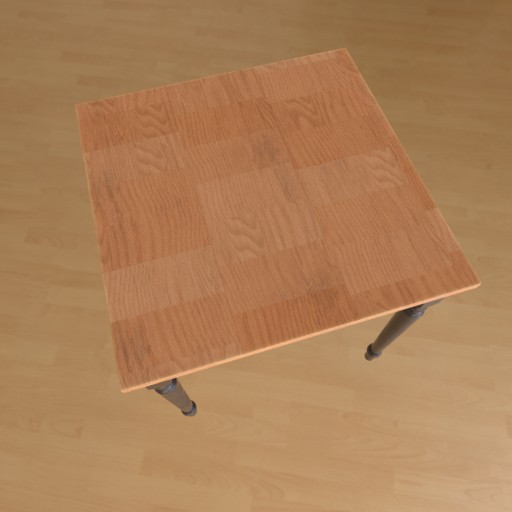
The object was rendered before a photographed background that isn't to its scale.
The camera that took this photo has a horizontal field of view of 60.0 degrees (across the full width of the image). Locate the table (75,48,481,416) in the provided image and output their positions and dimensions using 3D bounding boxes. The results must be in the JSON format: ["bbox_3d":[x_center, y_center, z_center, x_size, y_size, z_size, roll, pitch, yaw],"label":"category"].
[{"bbox_3d":[0.000,0.000,1.355,0.747,0.738,0.747,-15,64,-7],"label":"table"}]
